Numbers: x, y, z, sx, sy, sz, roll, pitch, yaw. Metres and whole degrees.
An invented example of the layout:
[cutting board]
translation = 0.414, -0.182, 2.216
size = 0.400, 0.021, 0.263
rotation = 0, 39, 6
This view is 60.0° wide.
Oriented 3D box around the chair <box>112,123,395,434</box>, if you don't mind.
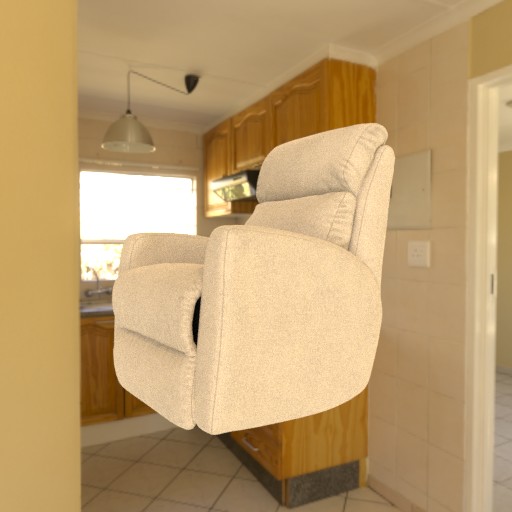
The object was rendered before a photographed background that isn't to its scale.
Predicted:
[chair]
translation = 0.000, 0.000, 1.703
size = 0.940, 1.021, 0.794
rotation = -1, 2, -37
